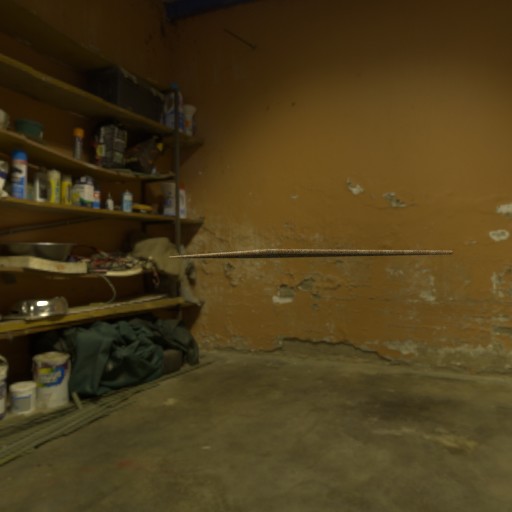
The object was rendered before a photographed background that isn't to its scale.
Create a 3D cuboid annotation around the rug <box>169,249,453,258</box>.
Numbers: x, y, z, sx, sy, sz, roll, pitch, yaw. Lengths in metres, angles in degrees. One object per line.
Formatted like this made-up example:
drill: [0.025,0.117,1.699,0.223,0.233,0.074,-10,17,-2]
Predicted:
rug: [0.000,0.000,2.516,0.691,0.013,2.289,0,-1,-18]
